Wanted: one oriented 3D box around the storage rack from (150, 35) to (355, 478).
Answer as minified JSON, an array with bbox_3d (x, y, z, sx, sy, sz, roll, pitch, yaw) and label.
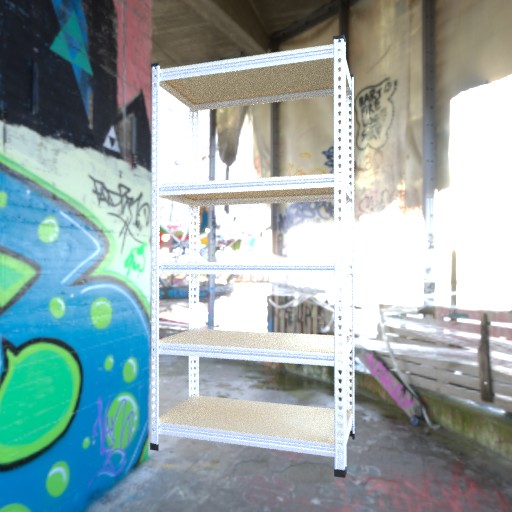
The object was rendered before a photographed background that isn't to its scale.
[{"bbox_3d":[0.000,0.000,2.182,0.914,1.829,0.457,0,-1,18],"label":"storage rack"}]
